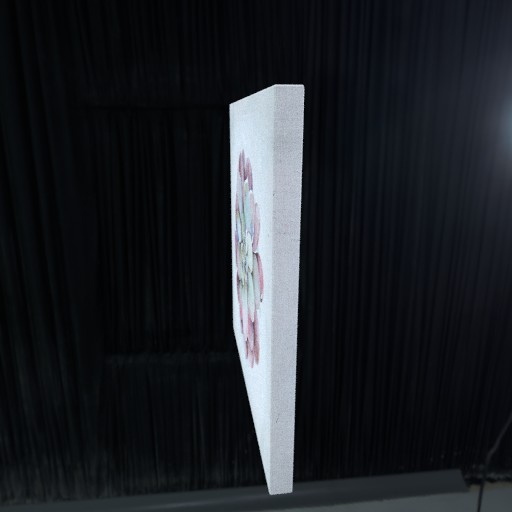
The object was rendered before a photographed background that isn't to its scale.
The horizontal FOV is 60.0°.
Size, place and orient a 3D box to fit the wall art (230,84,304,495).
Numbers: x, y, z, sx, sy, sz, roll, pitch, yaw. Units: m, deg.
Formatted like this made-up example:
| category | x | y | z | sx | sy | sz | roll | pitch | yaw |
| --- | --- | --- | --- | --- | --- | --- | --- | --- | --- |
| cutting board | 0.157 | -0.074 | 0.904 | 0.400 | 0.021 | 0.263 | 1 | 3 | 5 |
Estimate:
| category | x | y | z | sx | sy | sz | roll | pitch | yaw |
| --- | --- | --- | --- | --- | --- | --- | --- | --- | --- |
| wall art | 0.000 | 0.000 | 0.900 | 0.044 | 0.605 | 0.605 | -2 | 17 | -8 |
